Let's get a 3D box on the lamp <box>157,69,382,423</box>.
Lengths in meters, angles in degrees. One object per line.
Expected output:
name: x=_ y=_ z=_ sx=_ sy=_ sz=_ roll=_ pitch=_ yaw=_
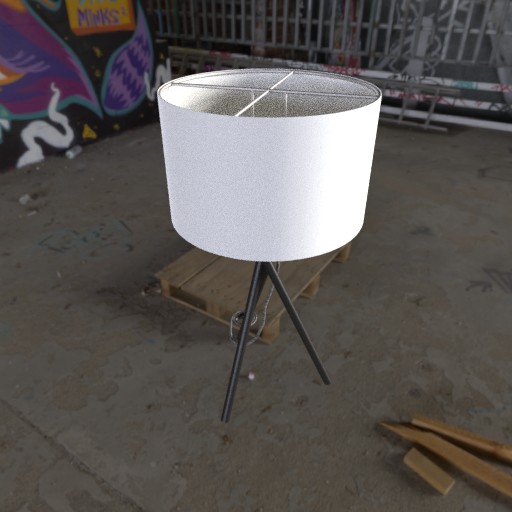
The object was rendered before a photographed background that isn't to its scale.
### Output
lamp: x=0.000 y=0.000 z=0.916 sx=0.353 sy=0.674 sz=0.422 roll=-22 pitch=38 yaw=-30
